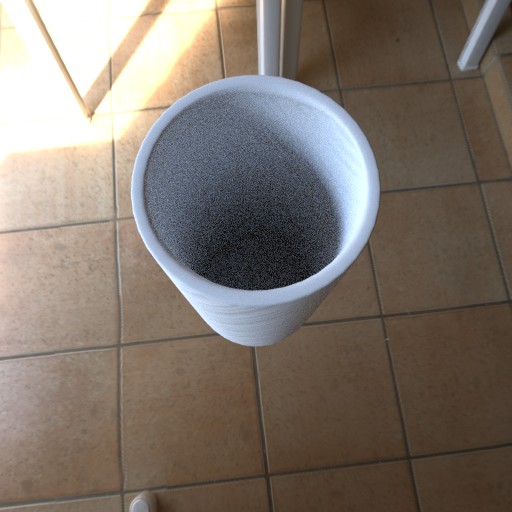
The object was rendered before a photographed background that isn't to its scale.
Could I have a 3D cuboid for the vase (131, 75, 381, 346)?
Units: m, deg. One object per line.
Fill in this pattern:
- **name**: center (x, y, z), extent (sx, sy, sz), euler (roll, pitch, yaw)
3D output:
- **vase**: center (0.000, 0.000, 0.395), extent (0.143, 0.316, 0.143), euler (0, 75, 0)
